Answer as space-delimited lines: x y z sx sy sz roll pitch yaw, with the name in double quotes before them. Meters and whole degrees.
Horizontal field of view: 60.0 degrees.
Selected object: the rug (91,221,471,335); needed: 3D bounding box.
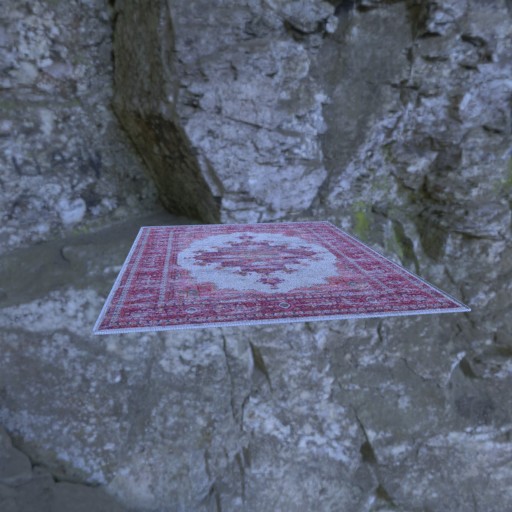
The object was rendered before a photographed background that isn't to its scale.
"rug" 0.000 0.000 4.265 2.447 0.017 3.123 -2 16 -8
